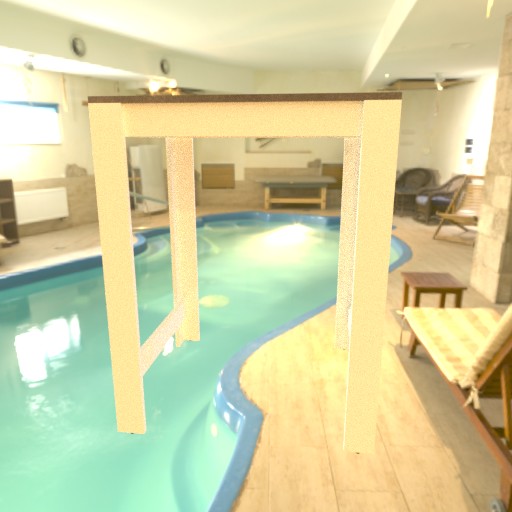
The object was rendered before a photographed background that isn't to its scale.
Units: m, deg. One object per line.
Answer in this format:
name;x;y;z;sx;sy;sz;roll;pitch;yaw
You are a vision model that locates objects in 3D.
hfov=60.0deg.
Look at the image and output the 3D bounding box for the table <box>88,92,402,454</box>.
table;0.000;0.000;1.577;0.800;1.020;0.700;2;15;7
